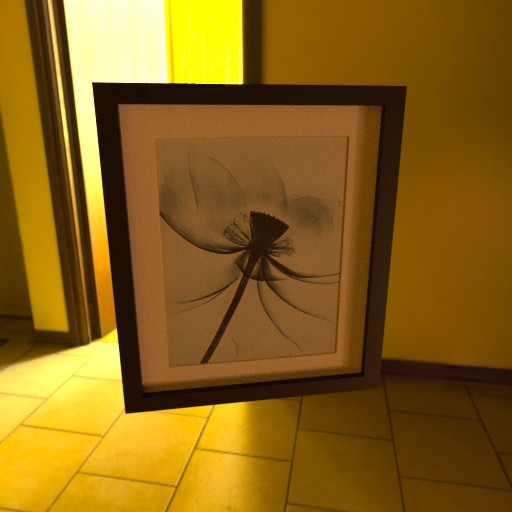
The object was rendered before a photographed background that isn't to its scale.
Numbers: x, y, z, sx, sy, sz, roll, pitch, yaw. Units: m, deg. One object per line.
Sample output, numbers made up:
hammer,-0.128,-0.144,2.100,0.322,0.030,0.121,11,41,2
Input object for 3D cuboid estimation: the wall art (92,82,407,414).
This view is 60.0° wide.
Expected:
wall art,0.000,0.000,0.528,0.330,0.381,0.029,-3,17,-9
